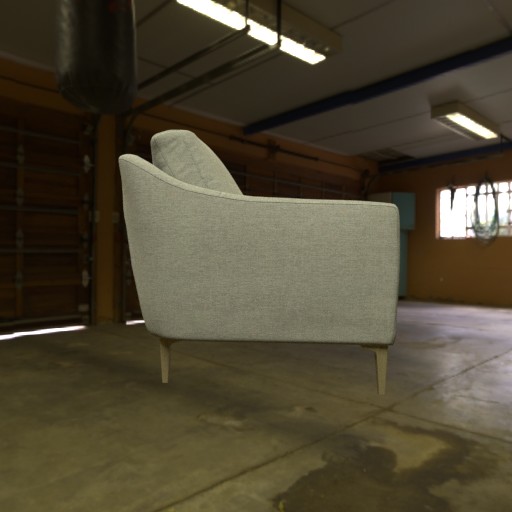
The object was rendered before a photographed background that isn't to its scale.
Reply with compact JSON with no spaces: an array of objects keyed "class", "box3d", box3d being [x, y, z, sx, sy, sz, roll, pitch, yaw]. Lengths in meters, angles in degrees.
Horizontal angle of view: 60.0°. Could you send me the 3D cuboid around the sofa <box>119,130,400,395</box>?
[{"class":"sofa","box3d":[0.000,0.000,2.187,0.960,0.904,1.619,0,-1,1]}]
